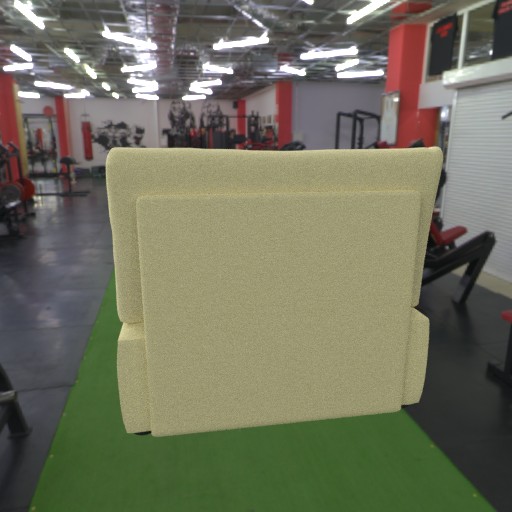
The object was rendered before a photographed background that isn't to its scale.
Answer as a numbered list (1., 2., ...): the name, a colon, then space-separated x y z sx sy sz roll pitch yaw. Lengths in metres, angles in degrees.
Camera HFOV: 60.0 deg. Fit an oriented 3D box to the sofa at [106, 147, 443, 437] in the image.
1. sofa: 0.000 0.000 1.690 0.930 0.820 1.000 -2 15 -9
